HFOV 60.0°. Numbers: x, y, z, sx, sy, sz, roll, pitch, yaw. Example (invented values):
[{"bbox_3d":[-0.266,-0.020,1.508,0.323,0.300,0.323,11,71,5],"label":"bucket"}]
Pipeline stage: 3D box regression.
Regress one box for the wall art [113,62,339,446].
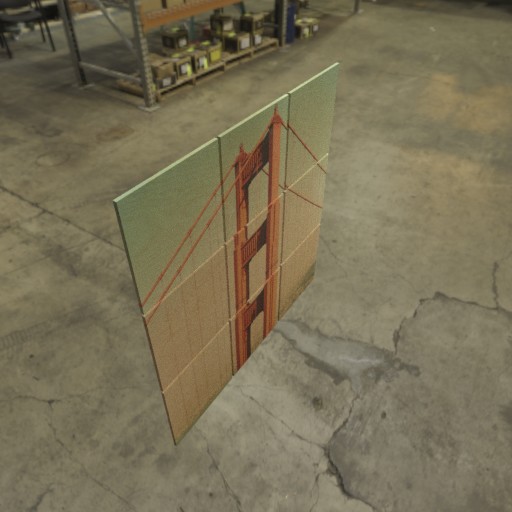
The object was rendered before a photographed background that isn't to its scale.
[{"bbox_3d":[0.000,0.000,1.832,0.013,1.219,1.214,24,46,25],"label":"wall art"}]
